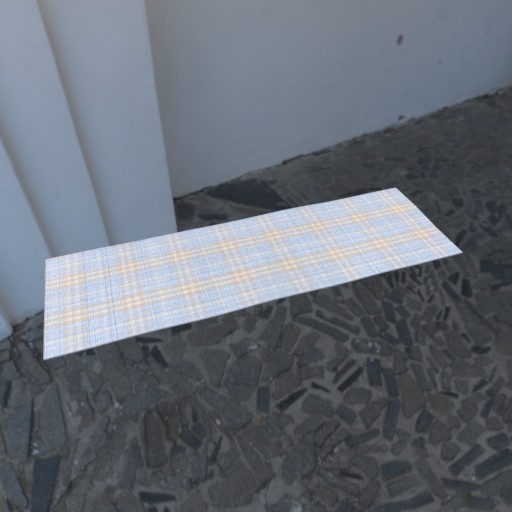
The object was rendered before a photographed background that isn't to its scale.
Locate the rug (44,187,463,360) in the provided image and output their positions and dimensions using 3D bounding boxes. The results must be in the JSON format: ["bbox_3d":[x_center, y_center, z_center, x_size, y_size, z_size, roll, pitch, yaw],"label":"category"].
[{"bbox_3d":[0.000,0.000,2.713,2.439,0.013,0.762,-13,44,-14],"label":"rug"}]
